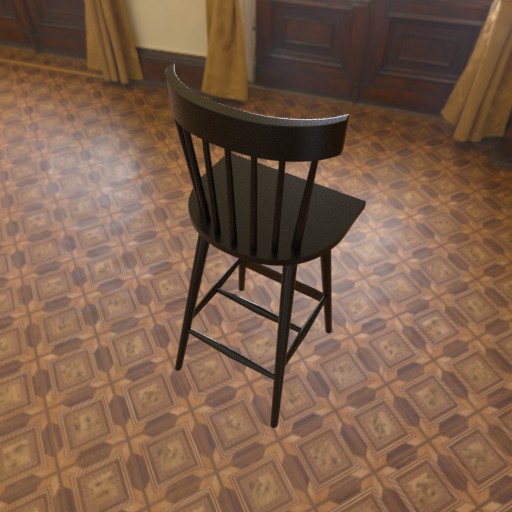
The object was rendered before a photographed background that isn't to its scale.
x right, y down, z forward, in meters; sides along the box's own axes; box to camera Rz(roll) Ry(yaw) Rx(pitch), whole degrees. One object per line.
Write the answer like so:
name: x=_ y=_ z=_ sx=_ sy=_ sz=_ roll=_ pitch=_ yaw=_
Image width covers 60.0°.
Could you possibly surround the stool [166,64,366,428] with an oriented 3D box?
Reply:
stool: x=0.000 y=0.000 z=1.363 sx=0.482 sy=1.092 sz=0.483 roll=24 pitch=52 yaw=20
